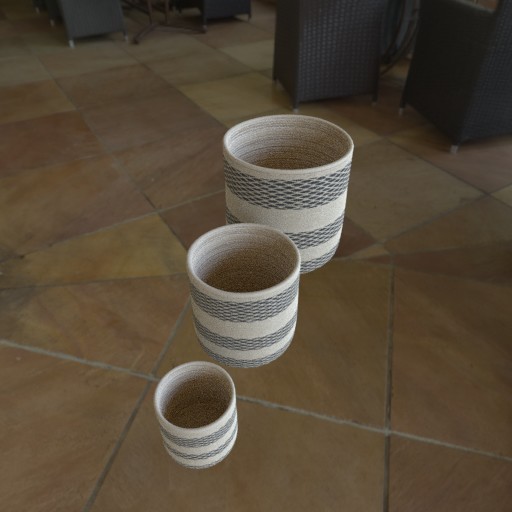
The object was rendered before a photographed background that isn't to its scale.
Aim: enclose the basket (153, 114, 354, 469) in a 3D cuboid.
[{"bbox_3d":[0.000,0.000,1.083,0.351,0.356,0.917,11,42,13],"label":"basket"}]
